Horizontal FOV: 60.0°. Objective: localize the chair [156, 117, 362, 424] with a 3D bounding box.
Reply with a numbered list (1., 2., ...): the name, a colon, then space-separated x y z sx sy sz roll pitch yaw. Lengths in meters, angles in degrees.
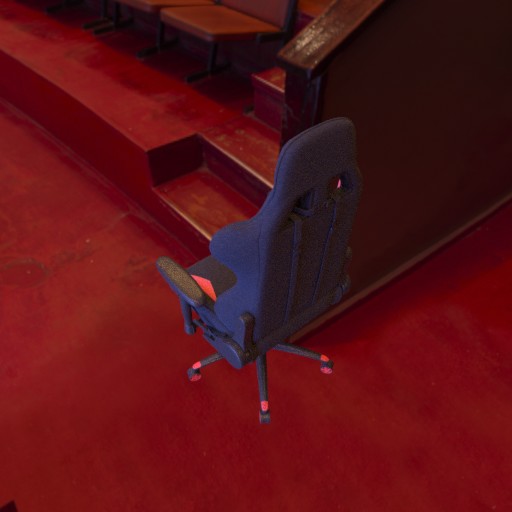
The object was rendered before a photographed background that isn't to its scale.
1. chair: 0.000 0.000 1.721 0.695 1.326 0.658 -30 52 -27
